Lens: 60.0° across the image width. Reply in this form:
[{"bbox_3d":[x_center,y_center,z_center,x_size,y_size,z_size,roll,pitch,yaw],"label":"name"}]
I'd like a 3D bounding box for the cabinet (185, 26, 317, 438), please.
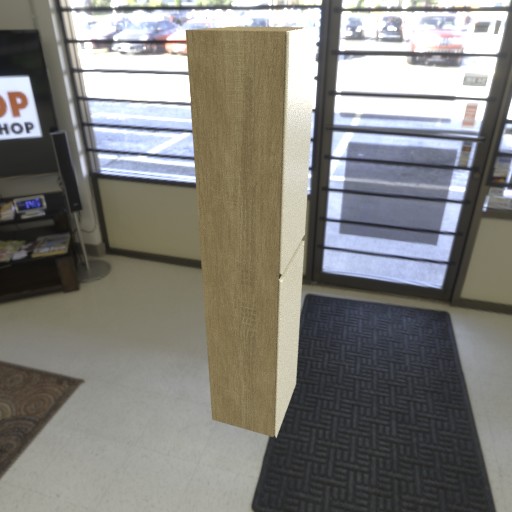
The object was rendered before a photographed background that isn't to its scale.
[{"bbox_3d":[0.000,0.000,1.533,0.270,1.400,0.300,10,30,17],"label":"cabinet"}]
